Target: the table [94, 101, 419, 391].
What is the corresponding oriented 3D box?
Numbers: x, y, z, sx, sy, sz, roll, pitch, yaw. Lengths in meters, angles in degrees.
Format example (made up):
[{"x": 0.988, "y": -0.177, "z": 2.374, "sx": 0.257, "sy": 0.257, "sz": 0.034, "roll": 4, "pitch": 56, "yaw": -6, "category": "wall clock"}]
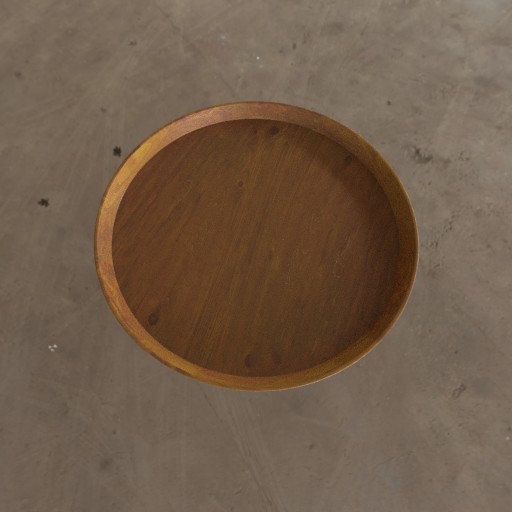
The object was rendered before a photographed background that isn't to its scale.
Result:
[{"x": 0.000, "y": 0.000, "z": 1.581, "sx": 1.016, "sy": 0.470, "sz": 1.016, "roll": 0, "pitch": 64, "yaw": 0, "category": "table"}]
